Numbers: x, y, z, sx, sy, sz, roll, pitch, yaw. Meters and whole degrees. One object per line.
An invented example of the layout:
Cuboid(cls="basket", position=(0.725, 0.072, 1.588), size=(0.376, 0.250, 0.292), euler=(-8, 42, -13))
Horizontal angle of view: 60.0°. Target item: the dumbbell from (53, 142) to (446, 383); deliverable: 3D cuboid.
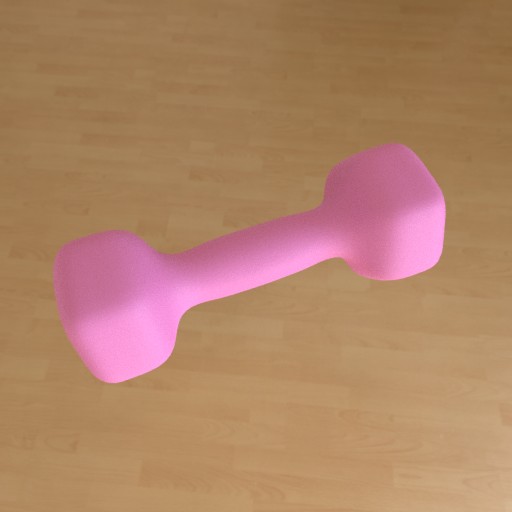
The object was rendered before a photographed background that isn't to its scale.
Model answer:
Cuboid(cls="dumbbell", position=(0.000, 0.000, 0.190), size=(0.159, 0.058, 0.064), euler=(-18, 64, -9))
